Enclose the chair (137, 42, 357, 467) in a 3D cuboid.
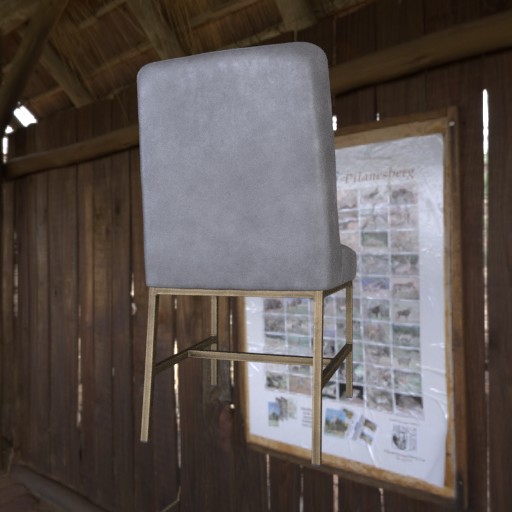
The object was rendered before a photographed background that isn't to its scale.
[{"bbox_3d":[0.000,0.000,1.226,0.508,0.889,0.587,0,0,17],"label":"chair"}]
